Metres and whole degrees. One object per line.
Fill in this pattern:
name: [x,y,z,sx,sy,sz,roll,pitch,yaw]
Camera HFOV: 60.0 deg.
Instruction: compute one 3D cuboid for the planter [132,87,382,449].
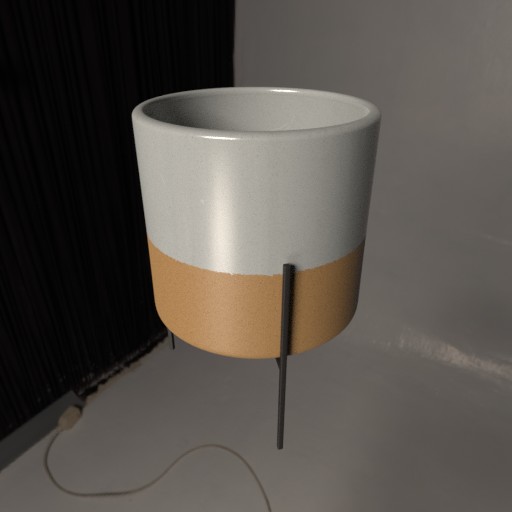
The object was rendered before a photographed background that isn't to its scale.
planter: [0.000,0.000,0.654,0.310,0.432,0.310,18,34,29]
